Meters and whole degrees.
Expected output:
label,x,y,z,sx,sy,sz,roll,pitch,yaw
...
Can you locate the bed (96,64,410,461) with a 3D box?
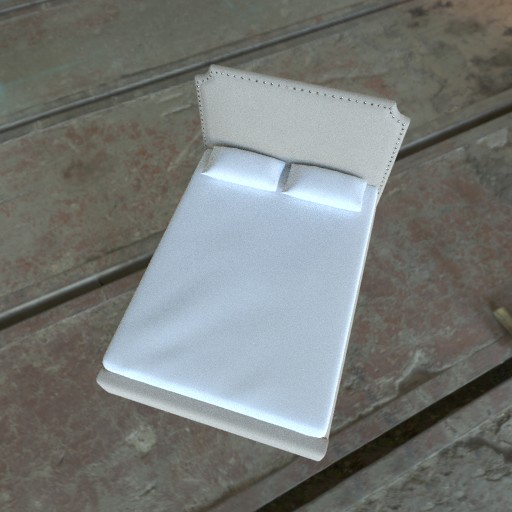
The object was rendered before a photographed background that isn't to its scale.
label,x,y,z,sx,sy,sz,roll,pitch,yaw
bed,0.000,0.000,3.383,1.713,1.443,2.372,15,61,9
